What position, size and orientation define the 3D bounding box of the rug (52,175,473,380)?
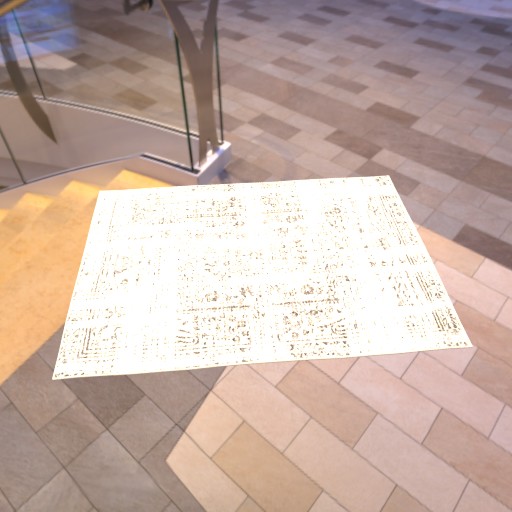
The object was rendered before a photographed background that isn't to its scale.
[{"bbox_3d":[0.000,0.000,3.120,2.438,0.026,1.706,-4,46,-3],"label":"rug"}]
